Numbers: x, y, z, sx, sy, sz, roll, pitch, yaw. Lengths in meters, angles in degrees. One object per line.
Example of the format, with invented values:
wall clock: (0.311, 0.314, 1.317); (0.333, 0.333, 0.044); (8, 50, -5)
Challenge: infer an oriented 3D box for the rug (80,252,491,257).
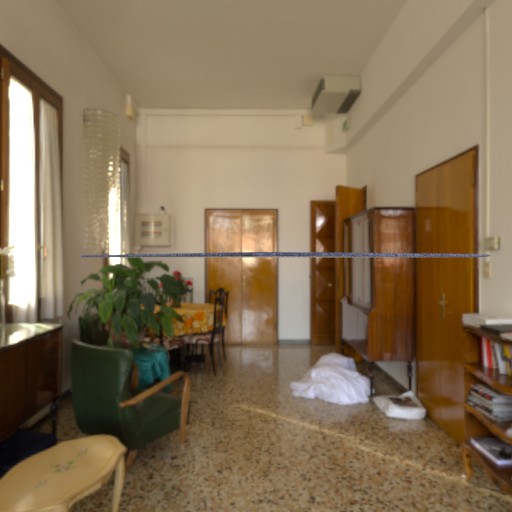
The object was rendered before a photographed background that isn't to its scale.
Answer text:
rug: (0.000, 0.000, 4.192); (2.385, 0.024, 3.245); (0, 0, -37)
